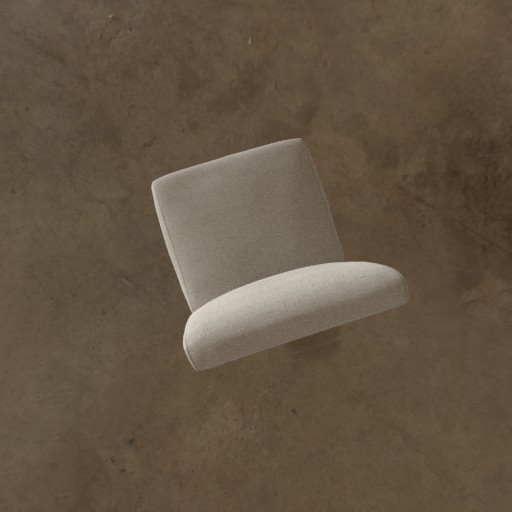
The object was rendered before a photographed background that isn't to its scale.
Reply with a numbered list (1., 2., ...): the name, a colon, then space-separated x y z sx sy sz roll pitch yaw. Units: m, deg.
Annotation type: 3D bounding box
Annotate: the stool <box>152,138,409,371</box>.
1. stool: 0.000 0.000 1.421 0.507 1.085 0.606 -17 77 -4
